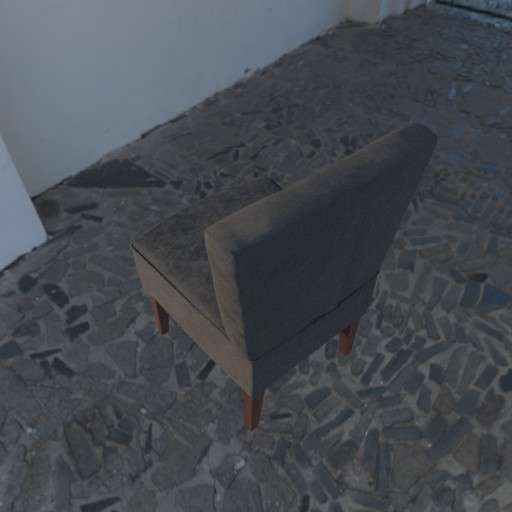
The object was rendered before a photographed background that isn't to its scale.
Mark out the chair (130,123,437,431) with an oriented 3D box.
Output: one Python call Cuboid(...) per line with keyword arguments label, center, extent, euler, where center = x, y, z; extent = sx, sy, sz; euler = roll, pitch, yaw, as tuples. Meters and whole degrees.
Cuboid(label="chair", center=(0.000, 0.000, 1.190), extent=(0.521, 0.806, 0.554), euler=(-30, 53, -26))
